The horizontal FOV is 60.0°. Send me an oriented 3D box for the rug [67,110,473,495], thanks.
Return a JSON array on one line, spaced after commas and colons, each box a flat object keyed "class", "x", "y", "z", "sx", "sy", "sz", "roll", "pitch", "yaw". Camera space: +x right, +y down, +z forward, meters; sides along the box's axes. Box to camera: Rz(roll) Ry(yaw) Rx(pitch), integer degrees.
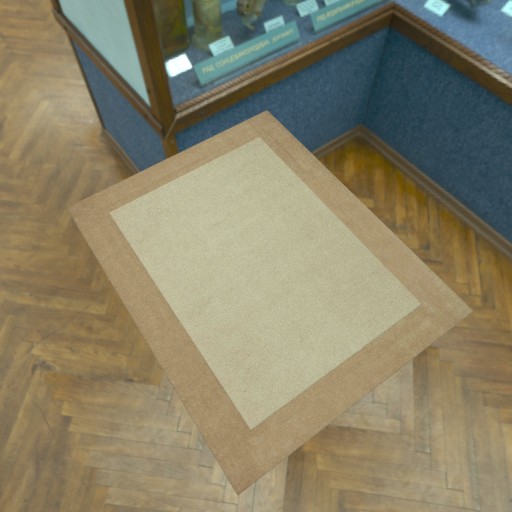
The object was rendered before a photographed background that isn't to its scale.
[{"class": "rug", "x": 0.000, "y": 0.000, "z": 4.092, "sx": 2.438, "sy": 0.014, "sz": 3.048, "roll": -31, "pitch": 64, "yaw": -17}]
